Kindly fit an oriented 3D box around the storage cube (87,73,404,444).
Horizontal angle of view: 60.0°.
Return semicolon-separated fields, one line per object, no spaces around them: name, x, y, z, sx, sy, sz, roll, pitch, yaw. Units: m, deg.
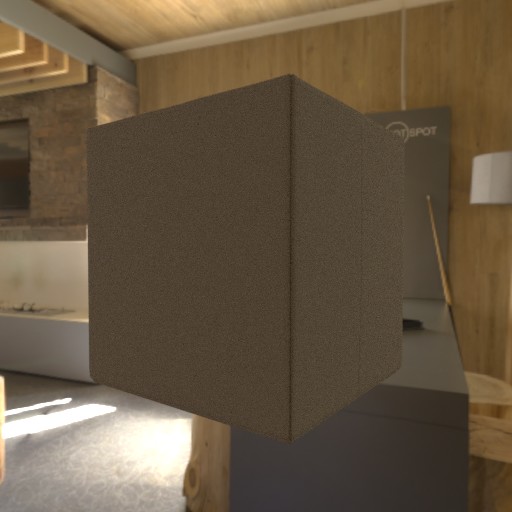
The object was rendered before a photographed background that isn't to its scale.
storage cube;0.000;0.000;0.514;0.270;0.280;0.270;1;2;37
